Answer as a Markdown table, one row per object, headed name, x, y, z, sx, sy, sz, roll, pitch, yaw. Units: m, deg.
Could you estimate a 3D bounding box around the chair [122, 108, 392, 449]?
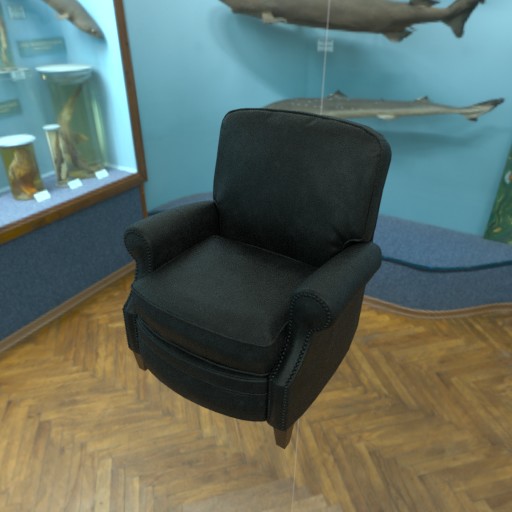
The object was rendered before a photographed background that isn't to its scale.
| name | x | y | z | sx | sy | sz | roll | pitch | yaw |
| --- | --- | --- | --- | --- | --- | --- | --- | --- | --- |
| chair | 0.000 | 0.000 | 1.794 | 0.936 | 1.018 | 0.986 | 19 | 35 | 28 |
